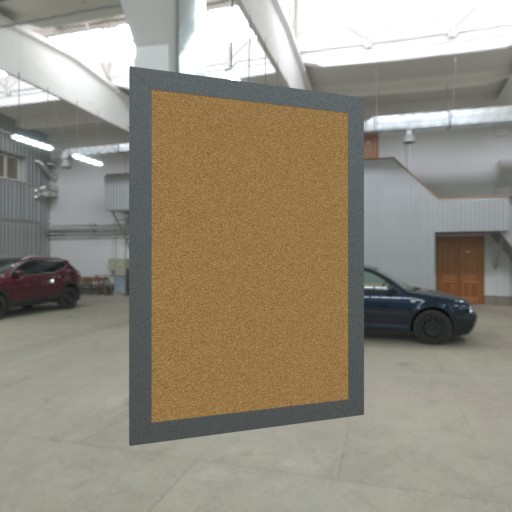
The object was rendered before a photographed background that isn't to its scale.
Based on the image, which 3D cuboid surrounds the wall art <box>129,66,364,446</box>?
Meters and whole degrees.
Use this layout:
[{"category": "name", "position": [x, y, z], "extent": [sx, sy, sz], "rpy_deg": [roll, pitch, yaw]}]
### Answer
[{"category": "wall art", "position": [0.000, 0.000, 0.690], "extent": [0.380, 0.534, 0.013], "rpy_deg": [0, 0, -19]}]
